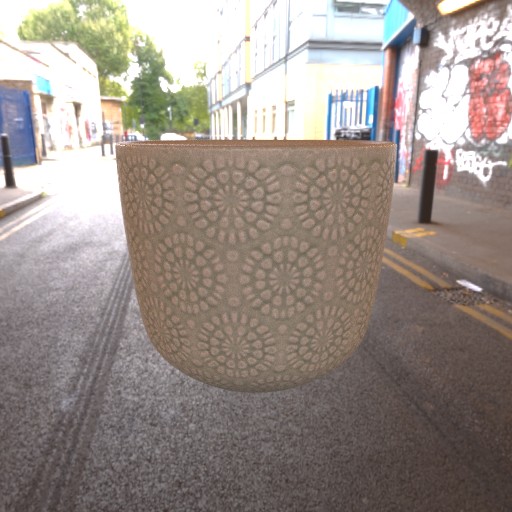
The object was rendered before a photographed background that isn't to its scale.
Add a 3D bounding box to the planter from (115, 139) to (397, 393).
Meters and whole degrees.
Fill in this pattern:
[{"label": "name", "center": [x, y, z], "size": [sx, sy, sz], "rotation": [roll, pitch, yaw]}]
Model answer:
[{"label": "planter", "center": [0.000, 0.000, 0.217], "size": [0.124, 0.109, 0.124], "rotation": [0, 16, 0]}]
